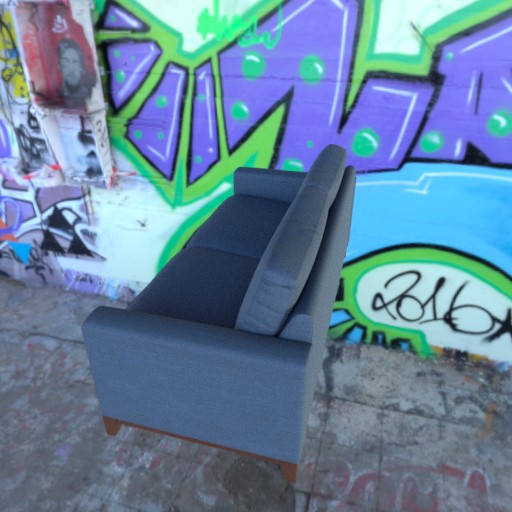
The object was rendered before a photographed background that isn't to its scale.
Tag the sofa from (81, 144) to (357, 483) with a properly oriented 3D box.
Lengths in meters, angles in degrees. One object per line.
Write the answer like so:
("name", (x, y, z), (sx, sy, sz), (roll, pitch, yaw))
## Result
("sofa", (0.000, 0.000, 2.387), (0.877, 0.865, 1.900), (8, 30, 14))
